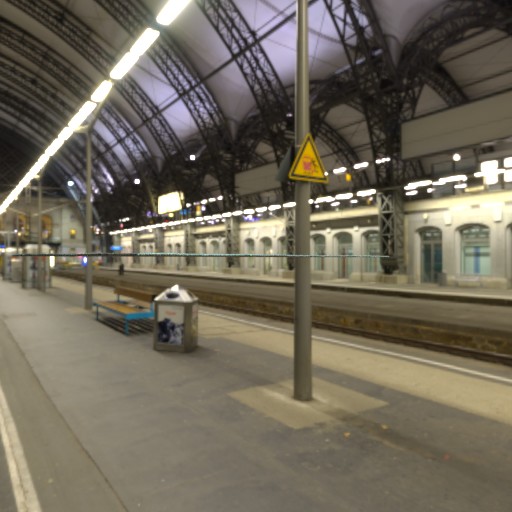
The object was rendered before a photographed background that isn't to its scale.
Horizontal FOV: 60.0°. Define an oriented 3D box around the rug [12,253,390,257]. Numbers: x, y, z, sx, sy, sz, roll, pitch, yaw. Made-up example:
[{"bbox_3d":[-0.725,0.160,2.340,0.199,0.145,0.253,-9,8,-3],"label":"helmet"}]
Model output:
[{"bbox_3d":[0.000,0.000,2.639,0.801,0.010,2.459,0,0,35],"label":"rug"}]
